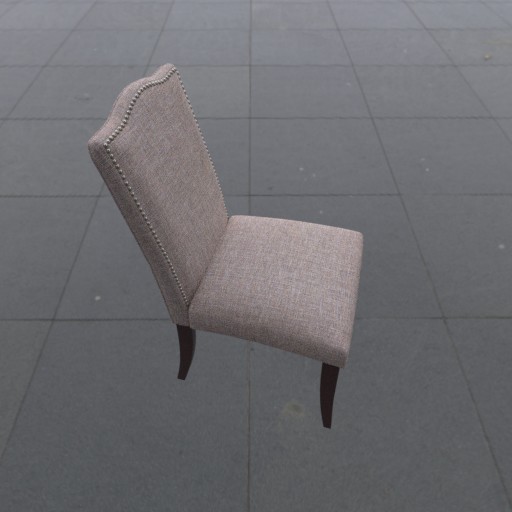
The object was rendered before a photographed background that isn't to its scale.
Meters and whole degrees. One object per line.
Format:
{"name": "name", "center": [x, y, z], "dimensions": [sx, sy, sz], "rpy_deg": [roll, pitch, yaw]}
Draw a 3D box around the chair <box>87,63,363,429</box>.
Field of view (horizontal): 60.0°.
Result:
{"name": "chair", "center": [0.000, 0.000, 1.377], "dimensions": [0.660, 1.016, 0.513], "rpy_deg": [11, 47, 10]}
